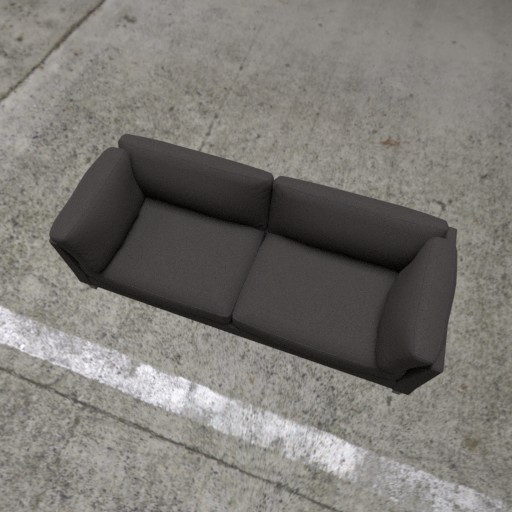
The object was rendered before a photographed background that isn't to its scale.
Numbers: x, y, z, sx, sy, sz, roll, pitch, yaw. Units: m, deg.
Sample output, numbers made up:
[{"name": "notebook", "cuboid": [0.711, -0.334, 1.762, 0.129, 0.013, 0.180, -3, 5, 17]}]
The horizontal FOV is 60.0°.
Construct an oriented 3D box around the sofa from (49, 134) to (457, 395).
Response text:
[{"name": "sofa", "cuboid": [0.000, 0.000, 2.804, 2.312, 0.792, 0.969, 17, 60, 10]}]
